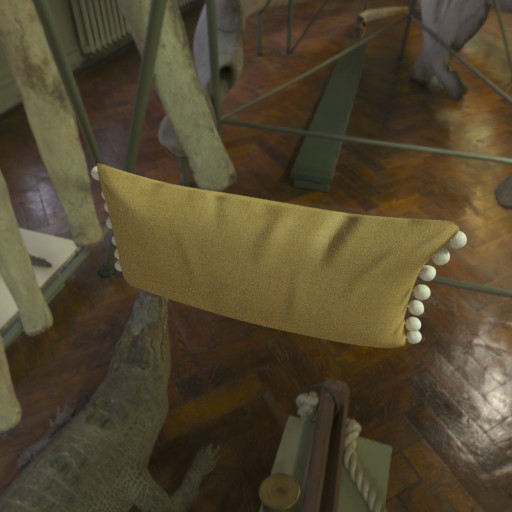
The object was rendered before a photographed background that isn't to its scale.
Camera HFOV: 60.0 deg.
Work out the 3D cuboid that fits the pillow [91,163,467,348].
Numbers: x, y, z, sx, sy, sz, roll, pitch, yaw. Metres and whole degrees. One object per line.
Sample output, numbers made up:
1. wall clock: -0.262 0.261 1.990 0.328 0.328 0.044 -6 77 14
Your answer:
1. pillow: 0.000 0.000 0.871 0.709 0.322 0.201 12 44 13
